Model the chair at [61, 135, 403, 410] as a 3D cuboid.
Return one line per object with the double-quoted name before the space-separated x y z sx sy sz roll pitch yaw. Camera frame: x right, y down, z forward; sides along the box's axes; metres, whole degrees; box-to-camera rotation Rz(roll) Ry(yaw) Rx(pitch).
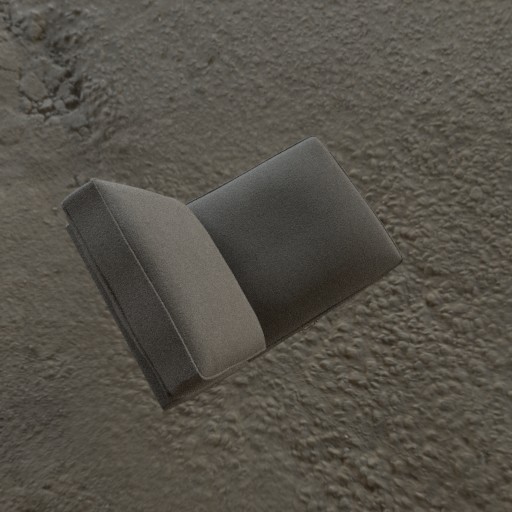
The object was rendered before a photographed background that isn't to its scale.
"chair" 0.000 0.000 1.589 0.938 0.970 0.621 -31 78 -7
